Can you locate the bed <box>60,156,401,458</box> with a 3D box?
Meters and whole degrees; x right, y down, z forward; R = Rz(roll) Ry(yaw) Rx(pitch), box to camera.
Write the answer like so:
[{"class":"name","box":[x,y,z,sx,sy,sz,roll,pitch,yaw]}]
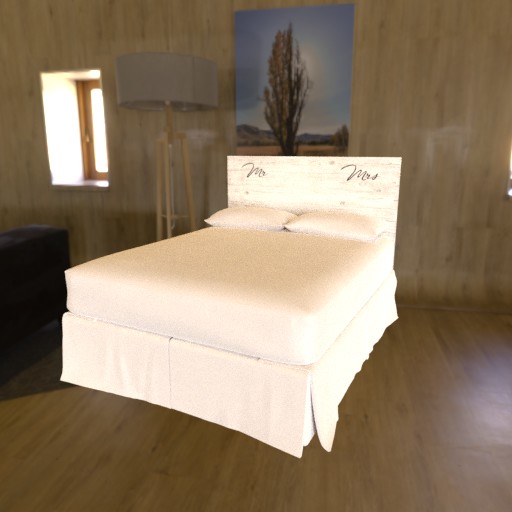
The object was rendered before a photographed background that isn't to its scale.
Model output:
[{"class":"bed","box":[0.000,0.000,3.120,1.745,1.335,2.094,7,15,27]}]
